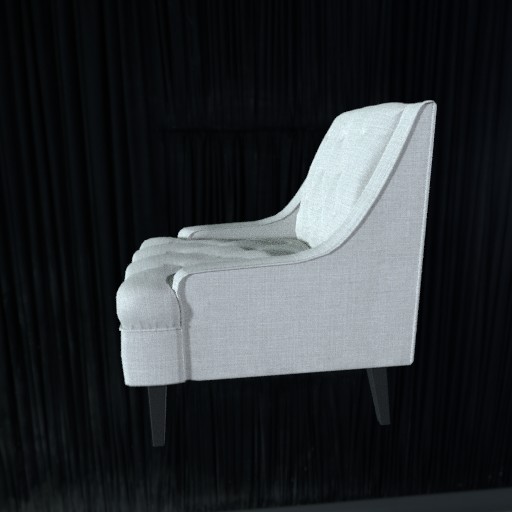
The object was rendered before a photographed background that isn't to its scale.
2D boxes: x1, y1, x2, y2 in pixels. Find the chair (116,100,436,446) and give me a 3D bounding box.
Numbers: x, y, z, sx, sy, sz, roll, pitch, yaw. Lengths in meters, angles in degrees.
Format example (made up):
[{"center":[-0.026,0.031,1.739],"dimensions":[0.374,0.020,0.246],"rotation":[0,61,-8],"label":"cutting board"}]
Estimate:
[{"center":[0.000,0.000,1.383],"dimensions":[0.772,0.891,0.658],"rotation":[-2,14,-8],"label":"chair"}]
